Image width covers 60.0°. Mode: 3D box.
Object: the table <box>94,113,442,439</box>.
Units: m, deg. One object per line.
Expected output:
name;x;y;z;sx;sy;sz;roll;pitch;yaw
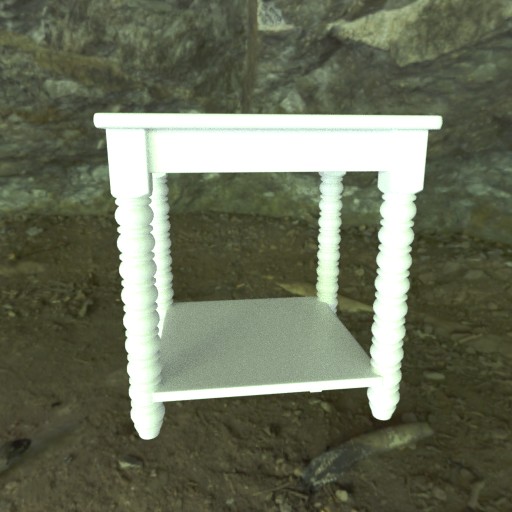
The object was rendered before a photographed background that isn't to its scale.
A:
table;0.000;0.000;0.969;0.533;0.563;0.500;-2;14;-7
